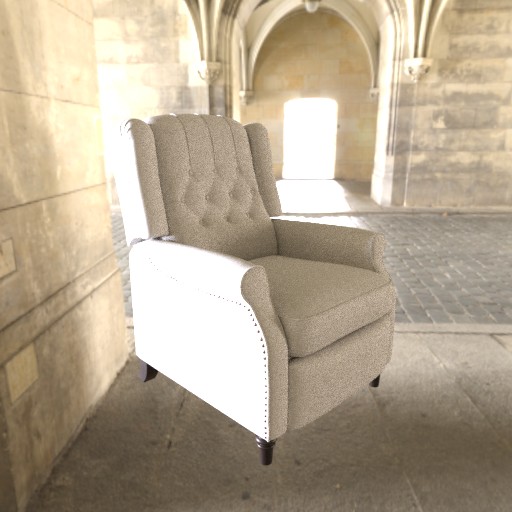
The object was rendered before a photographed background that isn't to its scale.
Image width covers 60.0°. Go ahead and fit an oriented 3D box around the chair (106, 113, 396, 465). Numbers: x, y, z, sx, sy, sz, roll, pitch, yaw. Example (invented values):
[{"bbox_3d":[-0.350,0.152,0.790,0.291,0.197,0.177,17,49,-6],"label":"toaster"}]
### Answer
[{"bbox_3d":[0.000,0.000,1.645,0.742,1.035,0.902,-14,20,-43],"label":"chair"}]
